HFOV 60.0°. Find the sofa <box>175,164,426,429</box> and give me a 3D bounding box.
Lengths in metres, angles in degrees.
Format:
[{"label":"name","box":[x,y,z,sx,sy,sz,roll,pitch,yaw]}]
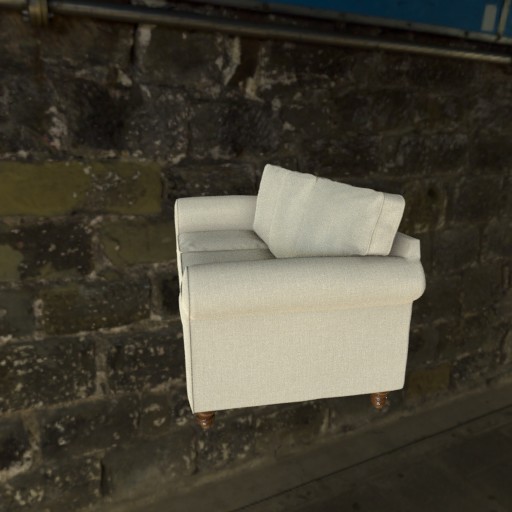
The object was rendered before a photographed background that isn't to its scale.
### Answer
[{"label":"sofa","box":[0.000,0.000,2.593,0.916,0.961,2.084,-3,15,-10]}]
